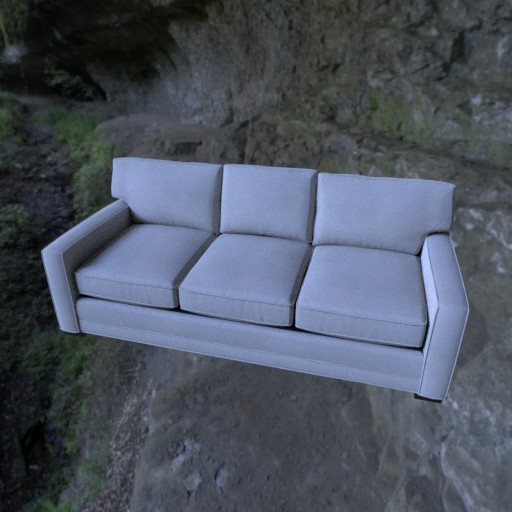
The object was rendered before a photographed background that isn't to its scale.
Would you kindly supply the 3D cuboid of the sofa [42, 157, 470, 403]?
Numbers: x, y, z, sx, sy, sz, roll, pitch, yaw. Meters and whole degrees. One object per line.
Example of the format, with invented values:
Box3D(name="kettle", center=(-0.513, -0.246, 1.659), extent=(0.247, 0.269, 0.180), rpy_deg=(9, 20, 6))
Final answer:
Box3D(name="sofa", center=(0.000, 0.000, 2.511), extent=(2.088, 0.862, 0.935), rpy_deg=(7, 29, 13))
